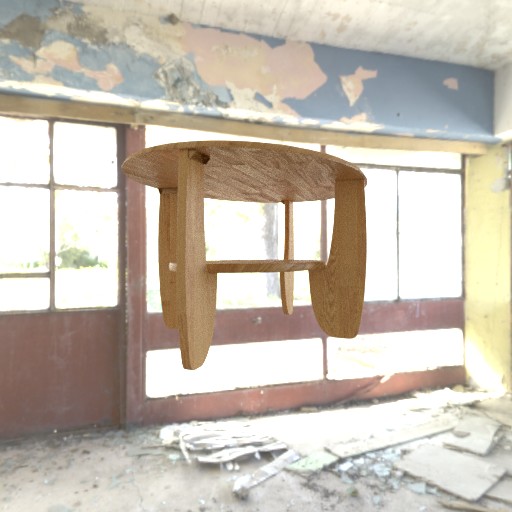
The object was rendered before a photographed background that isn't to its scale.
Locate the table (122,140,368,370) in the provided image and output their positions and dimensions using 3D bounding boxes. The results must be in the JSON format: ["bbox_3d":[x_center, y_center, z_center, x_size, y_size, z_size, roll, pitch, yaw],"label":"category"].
[{"bbox_3d":[0.000,0.000,1.412,0.690,0.490,1.040,0,0,17],"label":"table"}]
